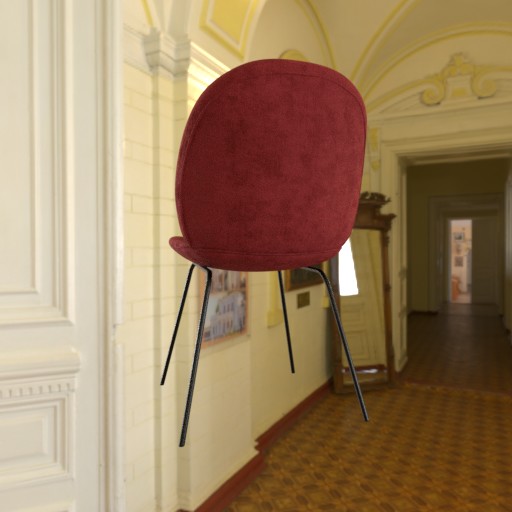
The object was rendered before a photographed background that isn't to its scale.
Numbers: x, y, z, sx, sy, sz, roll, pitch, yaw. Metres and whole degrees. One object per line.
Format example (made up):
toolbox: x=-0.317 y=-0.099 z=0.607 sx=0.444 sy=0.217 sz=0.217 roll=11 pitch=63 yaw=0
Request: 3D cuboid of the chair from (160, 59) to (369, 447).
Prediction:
chair: x=0.000 y=0.000 z=1.164 sx=0.458 sy=0.791 sz=0.587 roll=0 pitch=0 yaw=-18
